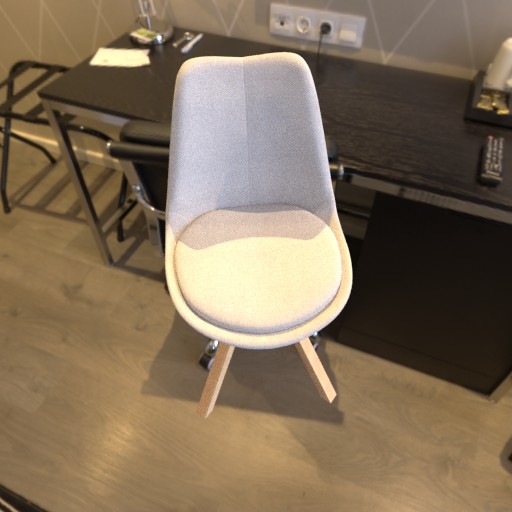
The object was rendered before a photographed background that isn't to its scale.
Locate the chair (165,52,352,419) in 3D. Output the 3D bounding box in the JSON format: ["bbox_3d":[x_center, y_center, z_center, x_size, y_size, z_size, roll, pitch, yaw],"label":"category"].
[{"bbox_3d":[0.000,0.000,1.203,0.474,0.863,0.549,-5,48,-5],"label":"chair"}]
